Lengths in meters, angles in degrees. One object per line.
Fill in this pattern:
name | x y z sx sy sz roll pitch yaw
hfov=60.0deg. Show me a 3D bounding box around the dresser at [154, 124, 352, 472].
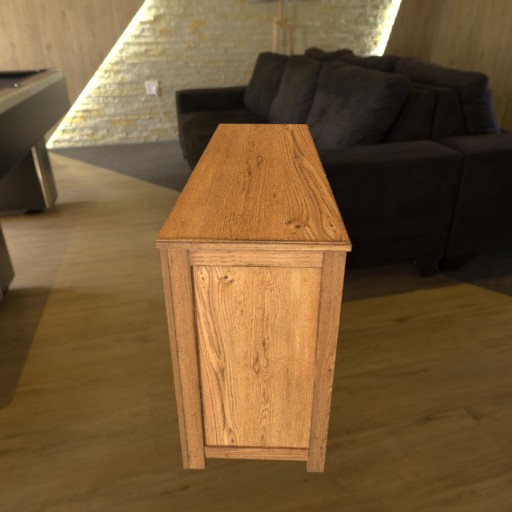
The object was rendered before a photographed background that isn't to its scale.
dresser | 0.000 0.000 2.133 0.563 0.932 1.657 1 27 2
